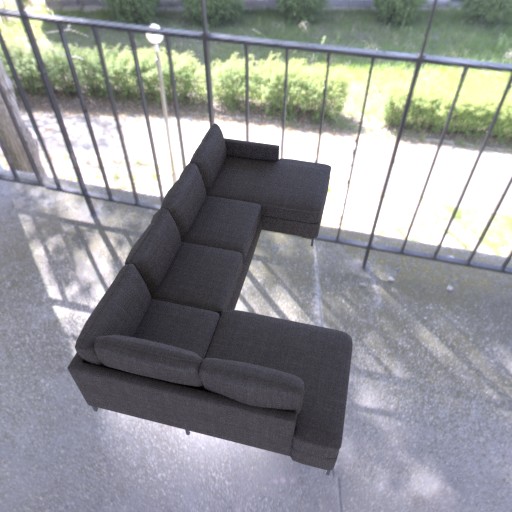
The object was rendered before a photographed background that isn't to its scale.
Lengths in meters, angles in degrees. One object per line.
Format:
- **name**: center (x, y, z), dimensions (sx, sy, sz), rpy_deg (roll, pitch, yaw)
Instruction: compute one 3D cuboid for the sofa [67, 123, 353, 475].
- **sofa**: center (0.000, 0.000, 4.383), dimensions (2.048, 0.999, 3.423), rpy_deg (10, 47, 10)
